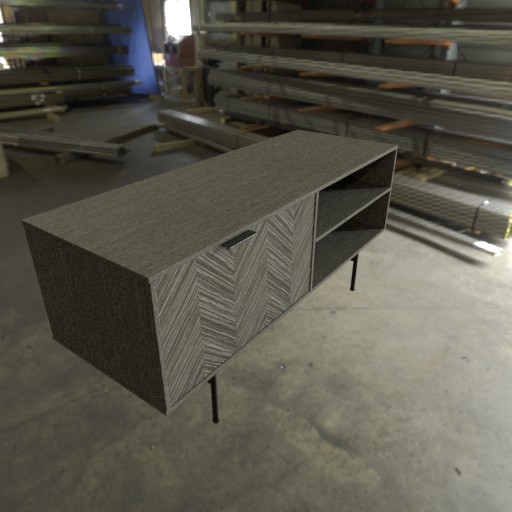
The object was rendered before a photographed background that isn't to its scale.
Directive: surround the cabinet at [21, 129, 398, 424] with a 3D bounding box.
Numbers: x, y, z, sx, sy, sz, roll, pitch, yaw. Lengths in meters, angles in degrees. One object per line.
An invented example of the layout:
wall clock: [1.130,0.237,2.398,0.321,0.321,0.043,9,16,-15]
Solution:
cabinet: [0.000,0.000,1.579,0.500,0.599,1.300,19,34,32]
